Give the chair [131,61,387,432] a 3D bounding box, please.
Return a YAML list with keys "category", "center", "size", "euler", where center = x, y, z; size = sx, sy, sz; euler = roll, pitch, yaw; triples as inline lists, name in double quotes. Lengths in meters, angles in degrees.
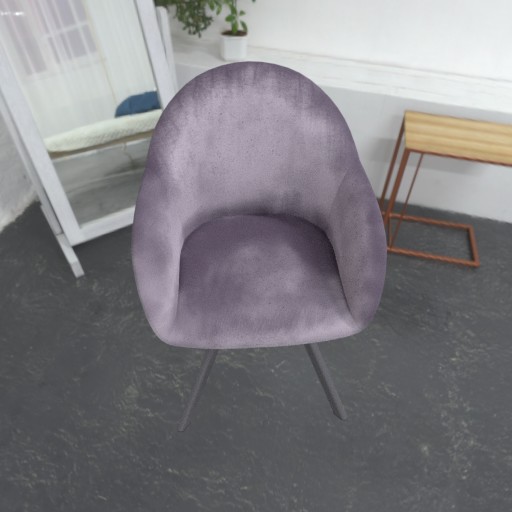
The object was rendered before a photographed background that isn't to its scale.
- category: "chair"
  center: [0.000, 0.000, 1.177]
  size: [0.550, 0.795, 0.590]
  euler: [-3, 47, -3]
